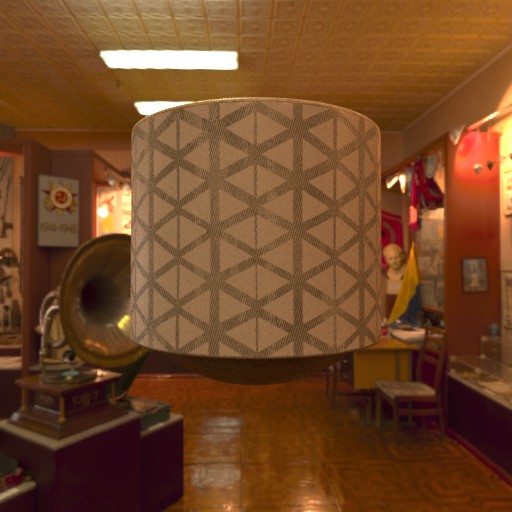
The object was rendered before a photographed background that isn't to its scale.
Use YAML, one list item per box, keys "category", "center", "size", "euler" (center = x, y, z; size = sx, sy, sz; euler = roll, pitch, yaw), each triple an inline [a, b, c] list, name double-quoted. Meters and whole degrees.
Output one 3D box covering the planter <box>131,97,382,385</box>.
- category: "planter"
  center: [0.000, 0.000, 0.350]
  size: [0.190, 0.181, 0.190]
  euler: [0, -1, 0]
